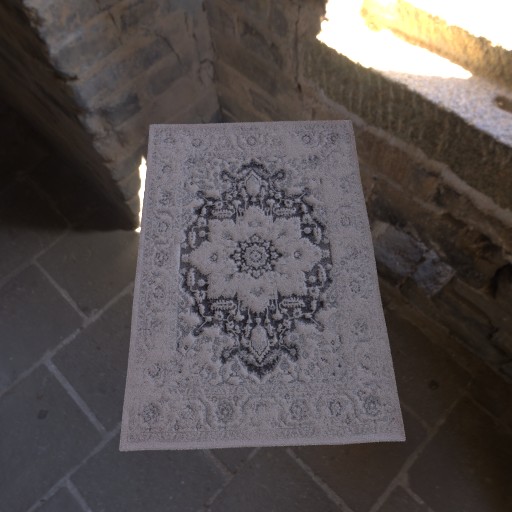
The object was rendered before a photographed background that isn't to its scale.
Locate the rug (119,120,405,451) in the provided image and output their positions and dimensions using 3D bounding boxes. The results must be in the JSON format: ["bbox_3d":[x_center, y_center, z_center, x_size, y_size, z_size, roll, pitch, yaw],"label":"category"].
[{"bbox_3d":[0.000,0.000,2.286,1.223,0.008,1.813,-2,64,-1],"label":"rug"}]
